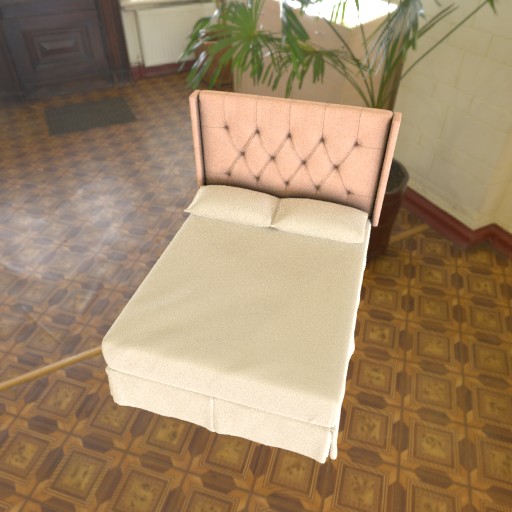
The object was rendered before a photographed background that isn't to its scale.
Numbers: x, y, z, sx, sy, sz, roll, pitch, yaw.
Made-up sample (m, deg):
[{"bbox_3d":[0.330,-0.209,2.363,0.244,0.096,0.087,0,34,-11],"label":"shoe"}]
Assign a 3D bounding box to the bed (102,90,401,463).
[{"bbox_3d":[0.000,0.000,3.359,1.719,1.665,2.066,11,42,12],"label":"bed"}]
